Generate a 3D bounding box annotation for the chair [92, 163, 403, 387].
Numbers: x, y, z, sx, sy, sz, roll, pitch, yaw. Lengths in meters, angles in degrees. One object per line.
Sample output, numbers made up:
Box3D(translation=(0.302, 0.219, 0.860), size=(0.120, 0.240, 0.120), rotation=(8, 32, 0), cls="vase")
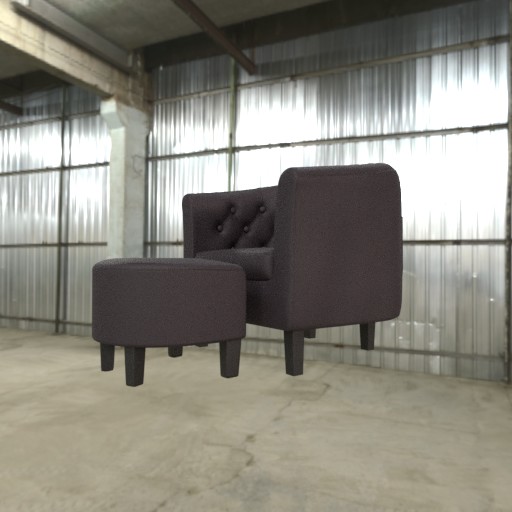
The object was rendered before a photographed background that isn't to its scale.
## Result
Box3D(translation=(0.000, 0.000, 1.673), size=(1.191, 0.760, 0.763), rotation=(1, -1, -37), cls="chair")
